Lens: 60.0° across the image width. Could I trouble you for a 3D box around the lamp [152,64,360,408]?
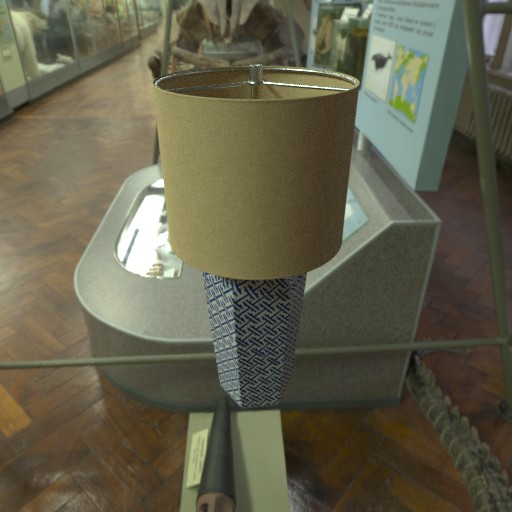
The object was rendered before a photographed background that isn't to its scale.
[{"bbox_3d":[0.000,0.000,0.857,0.320,0.682,0.320,-1,30,-3],"label":"lamp"}]
